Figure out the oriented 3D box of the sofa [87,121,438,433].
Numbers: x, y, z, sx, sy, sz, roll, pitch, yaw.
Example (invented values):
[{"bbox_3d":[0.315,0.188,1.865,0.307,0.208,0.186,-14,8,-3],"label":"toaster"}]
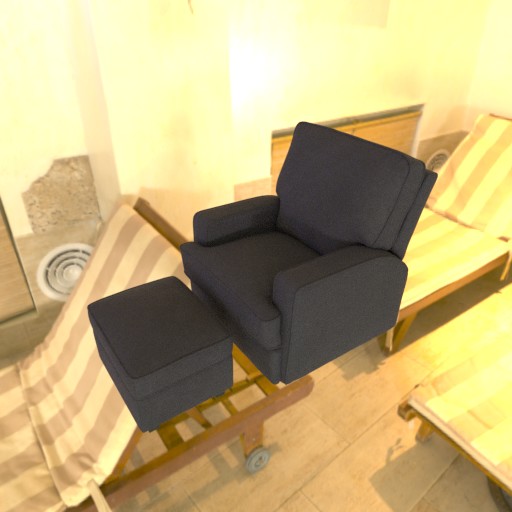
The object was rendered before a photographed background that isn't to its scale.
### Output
[{"bbox_3d":[0.000,0.000,2.048,1.472,0.959,0.861,-20,36,-29],"label":"sofa"}]
